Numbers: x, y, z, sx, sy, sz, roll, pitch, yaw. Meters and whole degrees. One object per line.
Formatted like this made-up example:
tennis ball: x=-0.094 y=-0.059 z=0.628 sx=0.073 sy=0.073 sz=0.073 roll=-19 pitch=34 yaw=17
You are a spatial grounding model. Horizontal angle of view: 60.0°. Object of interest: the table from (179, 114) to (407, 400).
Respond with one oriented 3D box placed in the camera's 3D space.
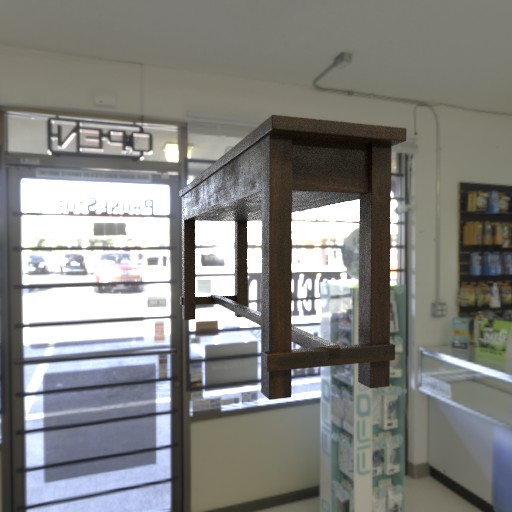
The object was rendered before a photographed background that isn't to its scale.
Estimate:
table: x=0.000 y=0.000 z=1.978 sx=0.442 sy=0.762 sz=1.599 roll=0 pitch=1 yaw=-18
